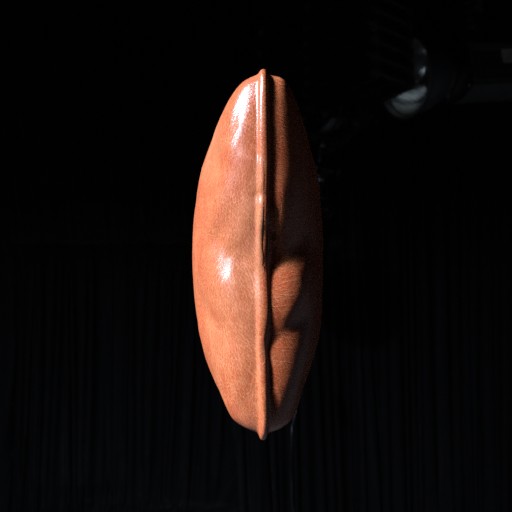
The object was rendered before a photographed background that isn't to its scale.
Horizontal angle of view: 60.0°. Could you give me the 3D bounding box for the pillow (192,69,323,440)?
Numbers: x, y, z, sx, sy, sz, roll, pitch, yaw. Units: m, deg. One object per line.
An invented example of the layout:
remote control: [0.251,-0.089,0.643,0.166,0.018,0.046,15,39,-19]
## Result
pillow: [0.000,0.000,0.843,0.236,0.523,0.532,0,0,-1]
